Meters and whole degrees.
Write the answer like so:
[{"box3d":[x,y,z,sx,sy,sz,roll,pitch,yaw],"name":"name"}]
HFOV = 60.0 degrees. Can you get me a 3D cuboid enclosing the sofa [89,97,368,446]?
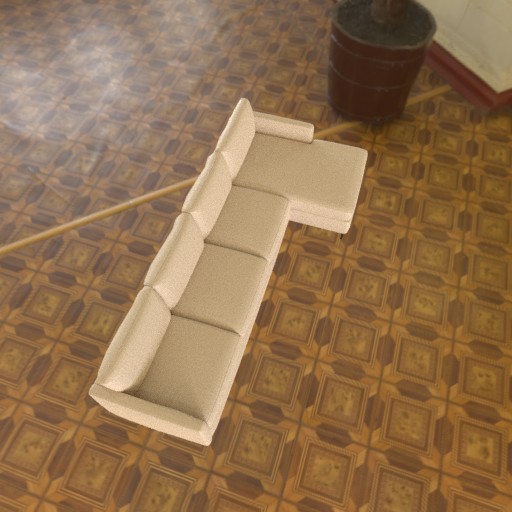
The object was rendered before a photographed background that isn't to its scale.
[{"box3d":[0.000,0.000,3.361,1.258,0.755,2.731,15,59,9],"name":"sofa"}]
